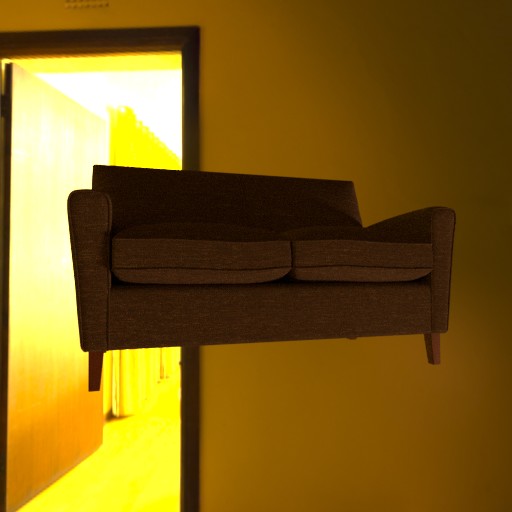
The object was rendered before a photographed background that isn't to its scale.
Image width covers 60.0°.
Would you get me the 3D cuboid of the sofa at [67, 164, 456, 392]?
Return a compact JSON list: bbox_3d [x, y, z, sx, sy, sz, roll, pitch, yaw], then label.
[{"bbox_3d":[0.000,0.000,1.999,1.509,0.905,0.867,0,-2,-17],"label":"sofa"}]
